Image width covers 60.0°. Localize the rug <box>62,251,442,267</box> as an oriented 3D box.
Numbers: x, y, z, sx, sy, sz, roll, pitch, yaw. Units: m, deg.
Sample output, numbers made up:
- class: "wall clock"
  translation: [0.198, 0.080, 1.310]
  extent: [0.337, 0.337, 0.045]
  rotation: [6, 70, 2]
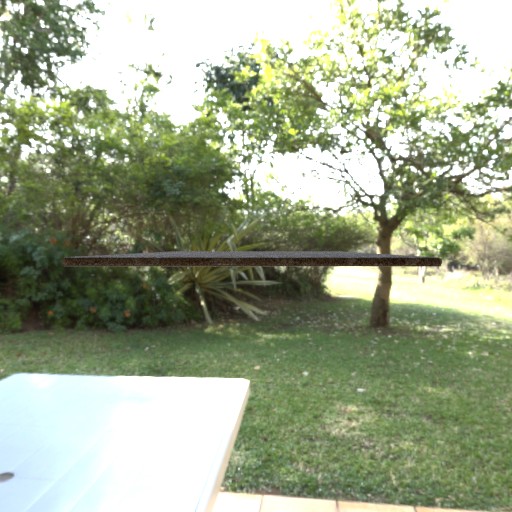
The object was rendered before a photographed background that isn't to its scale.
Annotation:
- class: "rug"
  translation: [0.000, 0.000, 2.294]
  extent: [1.219, 0.030, 1.778]
  rotation: [0, 1, 1]
